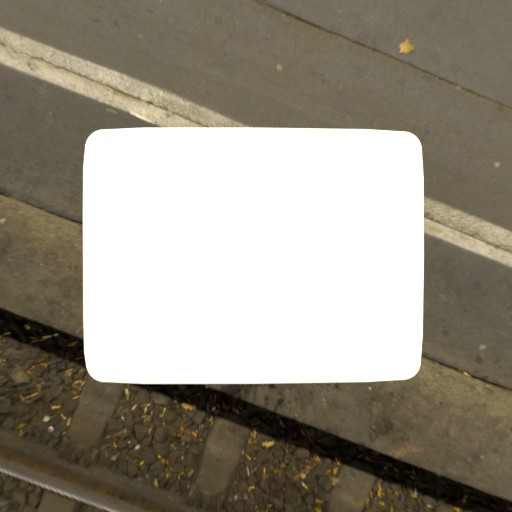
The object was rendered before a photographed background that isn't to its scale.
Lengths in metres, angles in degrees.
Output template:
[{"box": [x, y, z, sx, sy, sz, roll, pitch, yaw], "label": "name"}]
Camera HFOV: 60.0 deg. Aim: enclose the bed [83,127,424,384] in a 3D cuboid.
[{"box": [0.000, 0.000, 2.722, 2.036, 0.460, 1.520, 0, 91, -1], "label": "bed"}]
